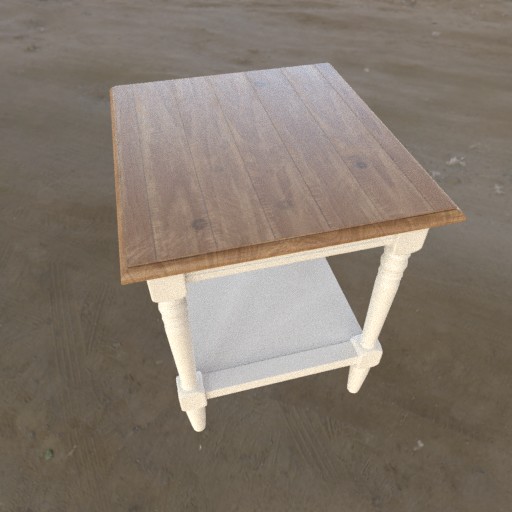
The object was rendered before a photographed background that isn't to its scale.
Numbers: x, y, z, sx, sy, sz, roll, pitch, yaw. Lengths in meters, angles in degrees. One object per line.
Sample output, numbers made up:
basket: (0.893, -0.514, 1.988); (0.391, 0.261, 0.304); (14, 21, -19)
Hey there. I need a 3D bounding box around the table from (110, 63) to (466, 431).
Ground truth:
table: (0.000, 0.000, 0.923); (0.457, 0.561, 0.508); (-10, 47, -10)
